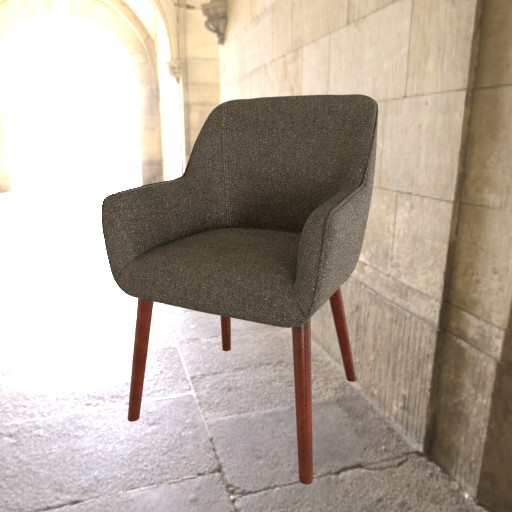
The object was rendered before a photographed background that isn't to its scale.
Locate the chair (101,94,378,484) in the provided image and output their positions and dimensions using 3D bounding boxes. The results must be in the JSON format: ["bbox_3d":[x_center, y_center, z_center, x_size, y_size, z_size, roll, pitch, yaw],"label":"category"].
[{"bbox_3d":[0.000,0.000,1.127,0.543,0.803,0.519,7,17,26],"label":"chair"}]
